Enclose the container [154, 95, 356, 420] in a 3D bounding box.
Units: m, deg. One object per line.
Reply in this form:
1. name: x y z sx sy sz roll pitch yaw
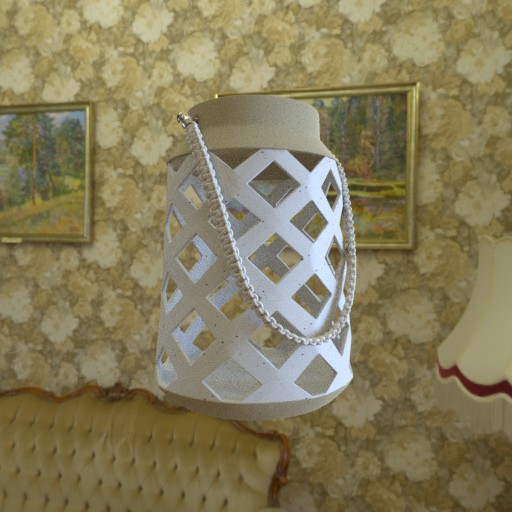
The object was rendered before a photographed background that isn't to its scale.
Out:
1. container: 0.000 0.000 0.364 0.163 0.229 0.172 -1 1 -34
